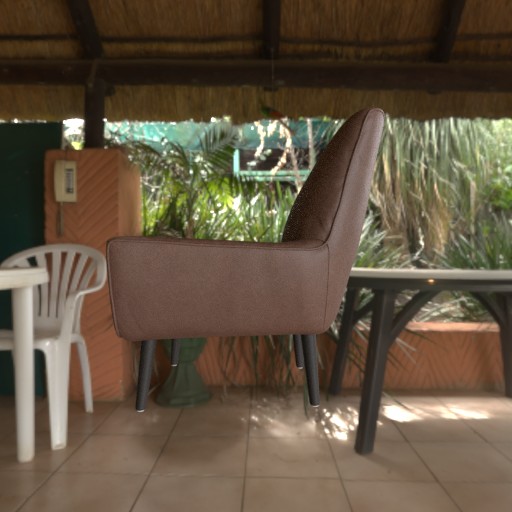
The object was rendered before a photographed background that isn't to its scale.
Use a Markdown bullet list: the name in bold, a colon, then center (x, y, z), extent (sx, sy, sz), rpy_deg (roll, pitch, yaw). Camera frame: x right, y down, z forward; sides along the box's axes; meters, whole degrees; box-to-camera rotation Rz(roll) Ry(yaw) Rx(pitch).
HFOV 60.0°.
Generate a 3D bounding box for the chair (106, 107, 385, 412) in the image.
- **chair**: center (0.000, 0.000, 1.532), extent (0.824, 0.888, 0.787), rpy_deg (0, 0, 0)
